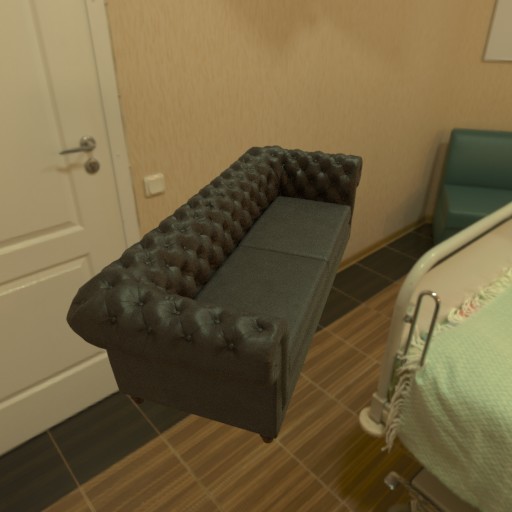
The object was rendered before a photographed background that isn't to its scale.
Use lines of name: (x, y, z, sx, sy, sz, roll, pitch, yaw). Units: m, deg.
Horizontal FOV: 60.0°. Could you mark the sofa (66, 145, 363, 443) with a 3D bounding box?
sofa: (0.000, 0.000, 2.775, 0.944, 0.783, 2.385, 10, 32, 17)
